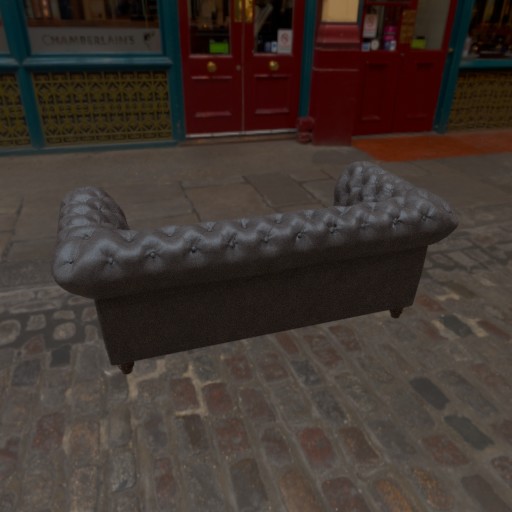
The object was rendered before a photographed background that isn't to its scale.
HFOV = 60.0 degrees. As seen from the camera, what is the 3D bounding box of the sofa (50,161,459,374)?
[{"bbox_3d":[0.000,0.000,2.539,2.048,0.779,0.944,-8,29,-16],"label":"sofa"}]
